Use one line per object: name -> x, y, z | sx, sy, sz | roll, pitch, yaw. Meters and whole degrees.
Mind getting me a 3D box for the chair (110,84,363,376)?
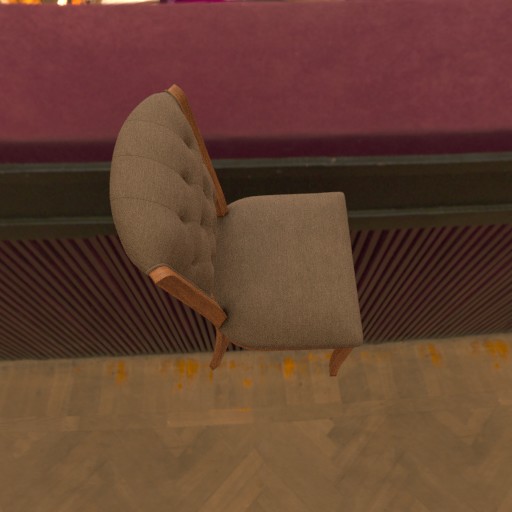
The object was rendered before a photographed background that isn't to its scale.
chair -> 0.000, 0.000, 1.279 | 0.584, 0.905, 0.513 | -1, 63, 0
